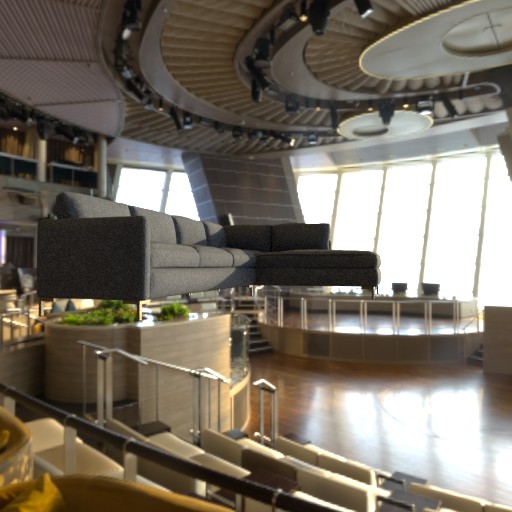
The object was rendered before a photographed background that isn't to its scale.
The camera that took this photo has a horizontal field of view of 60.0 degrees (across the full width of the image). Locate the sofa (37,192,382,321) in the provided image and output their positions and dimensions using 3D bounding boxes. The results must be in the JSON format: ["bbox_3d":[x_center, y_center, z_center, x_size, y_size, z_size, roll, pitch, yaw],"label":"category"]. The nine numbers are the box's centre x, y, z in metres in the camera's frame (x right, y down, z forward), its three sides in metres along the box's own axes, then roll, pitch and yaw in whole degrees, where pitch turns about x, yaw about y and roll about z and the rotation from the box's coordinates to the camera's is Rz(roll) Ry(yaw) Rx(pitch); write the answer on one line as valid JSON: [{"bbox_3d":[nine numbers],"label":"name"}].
[{"bbox_3d":[0.000,0.000,3.885,2.007,0.815,2.949,0,-1,19],"label":"sofa"}]
